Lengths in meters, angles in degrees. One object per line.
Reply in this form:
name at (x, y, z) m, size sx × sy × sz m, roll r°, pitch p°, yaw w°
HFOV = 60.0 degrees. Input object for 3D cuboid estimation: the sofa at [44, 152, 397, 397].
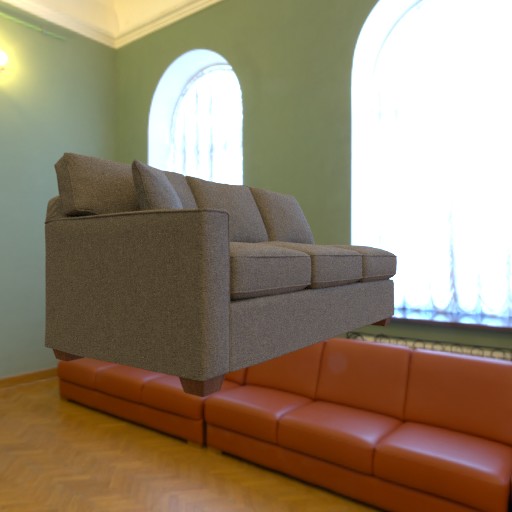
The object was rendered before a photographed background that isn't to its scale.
sofa at (0.000, 0.000, 2.536) m, size 1.034 × 0.946 × 1.963 m, roll 0°, pitch 1°, yaw 36°
